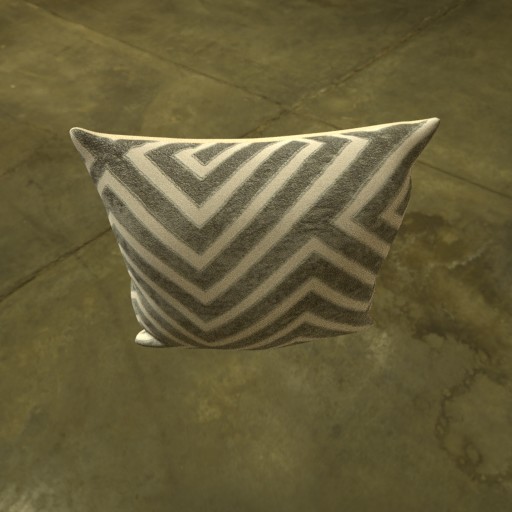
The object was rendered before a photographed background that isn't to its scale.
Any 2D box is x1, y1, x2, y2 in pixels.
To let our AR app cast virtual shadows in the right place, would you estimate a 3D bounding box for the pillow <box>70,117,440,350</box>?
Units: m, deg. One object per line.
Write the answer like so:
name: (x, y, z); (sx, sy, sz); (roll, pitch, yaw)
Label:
pillow: (0.000, 0.000, 0.661); (0.440, 0.441, 0.182); (-3, 46, -3)
